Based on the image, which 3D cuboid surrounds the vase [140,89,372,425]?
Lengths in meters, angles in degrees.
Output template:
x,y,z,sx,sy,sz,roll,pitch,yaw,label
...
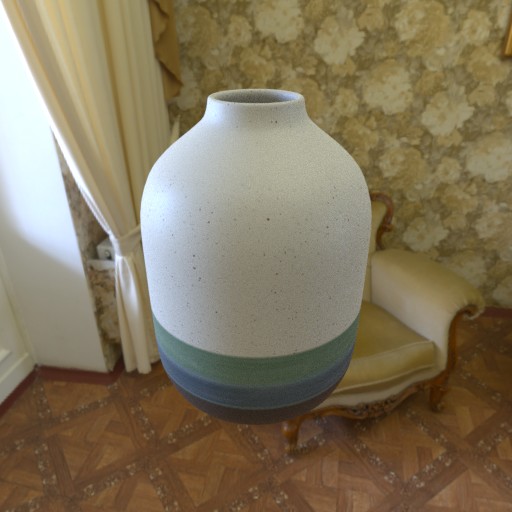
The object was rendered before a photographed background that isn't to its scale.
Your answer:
x,y,z,sx,sy,sz,roll,pitch,yaw,label
0.000,0.000,0.349,0.169,0.240,0.169,0,28,0,vase
